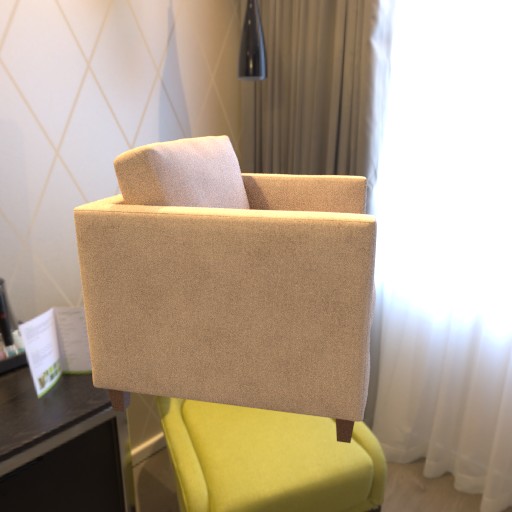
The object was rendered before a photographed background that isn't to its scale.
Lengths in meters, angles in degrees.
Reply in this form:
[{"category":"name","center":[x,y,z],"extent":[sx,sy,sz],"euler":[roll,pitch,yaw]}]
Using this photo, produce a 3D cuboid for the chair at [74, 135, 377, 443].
[{"category":"chair","center":[0.000,0.000,1.863],"extent":[0.959,0.961,1.133],"euler":[3,17,11]}]
